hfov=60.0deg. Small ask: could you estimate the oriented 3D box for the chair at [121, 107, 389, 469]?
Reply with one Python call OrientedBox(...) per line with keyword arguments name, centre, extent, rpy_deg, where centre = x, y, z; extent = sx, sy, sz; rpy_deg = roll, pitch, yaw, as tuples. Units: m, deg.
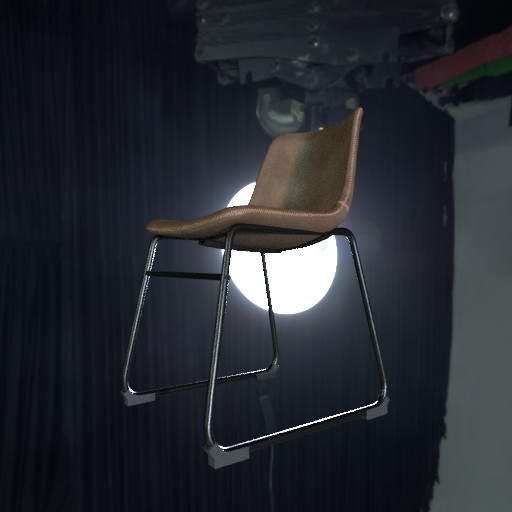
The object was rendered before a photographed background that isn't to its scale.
OrientedBox(name="chair", centre=(0.000, 0.000, 1.146), extent=(0.551, 0.780, 0.460), rpy_deg=(1, -1, -36))
